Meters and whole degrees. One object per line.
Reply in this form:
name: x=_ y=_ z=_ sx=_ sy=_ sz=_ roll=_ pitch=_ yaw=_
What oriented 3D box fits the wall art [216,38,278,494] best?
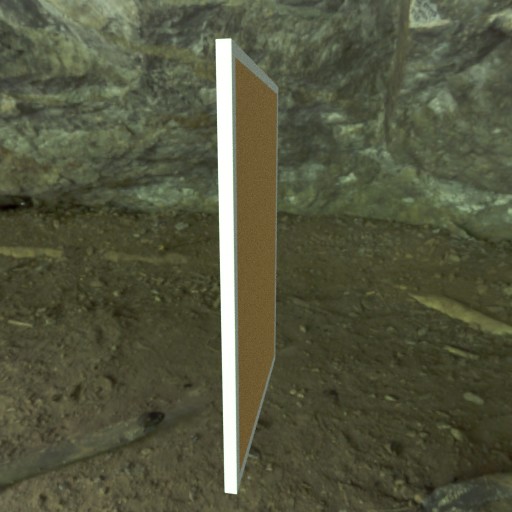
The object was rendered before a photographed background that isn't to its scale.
wall art: x=0.000 y=0.000 z=0.552 sx=0.013 sy=0.433 sz=0.303 roll=2 pitch=14 yaw=10
